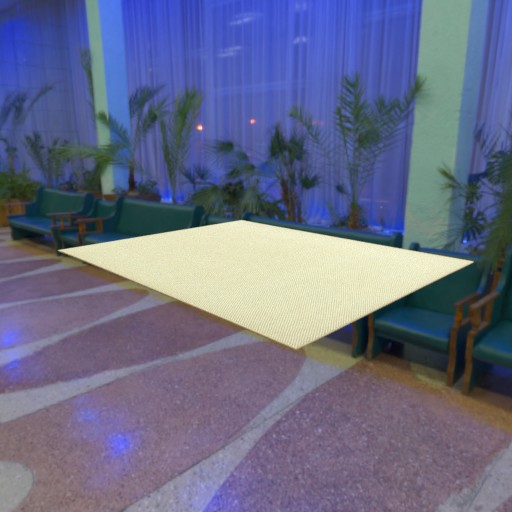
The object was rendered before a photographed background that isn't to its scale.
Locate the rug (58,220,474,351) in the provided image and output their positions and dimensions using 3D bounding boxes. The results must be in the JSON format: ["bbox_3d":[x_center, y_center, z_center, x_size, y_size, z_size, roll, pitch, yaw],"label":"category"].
[{"bbox_3d":[0.000,0.000,4.140,2.462,0.018,3.039,-14,20,-43],"label":"rug"}]
